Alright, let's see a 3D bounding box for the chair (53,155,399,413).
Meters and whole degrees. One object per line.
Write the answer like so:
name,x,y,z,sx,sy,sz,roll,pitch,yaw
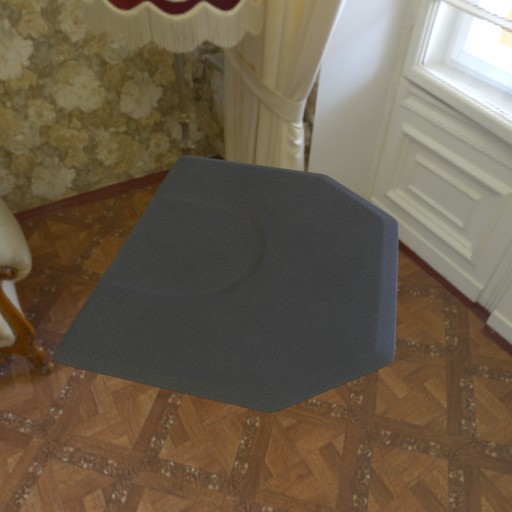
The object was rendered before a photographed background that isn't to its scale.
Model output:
chair,0.000,0.000,1.956,1.219,0.024,1.372,10,47,9
